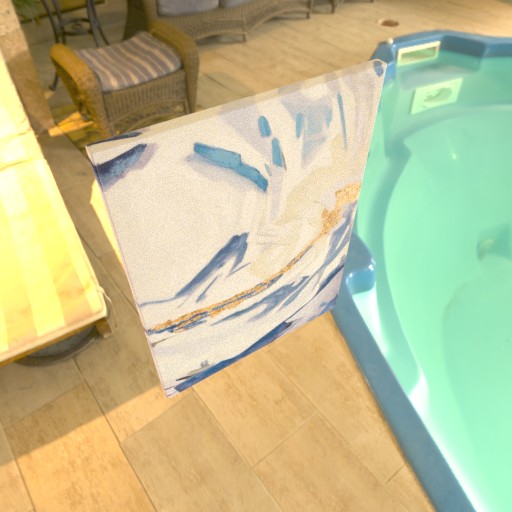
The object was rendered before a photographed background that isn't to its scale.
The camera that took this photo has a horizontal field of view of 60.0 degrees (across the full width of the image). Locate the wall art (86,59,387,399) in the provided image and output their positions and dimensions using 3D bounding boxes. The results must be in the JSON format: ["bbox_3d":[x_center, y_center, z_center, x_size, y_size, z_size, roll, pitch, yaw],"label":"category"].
[{"bbox_3d":[0.000,0.000,1.354,0.761,1.015,0.038,-24,51,-22],"label":"wall art"}]
